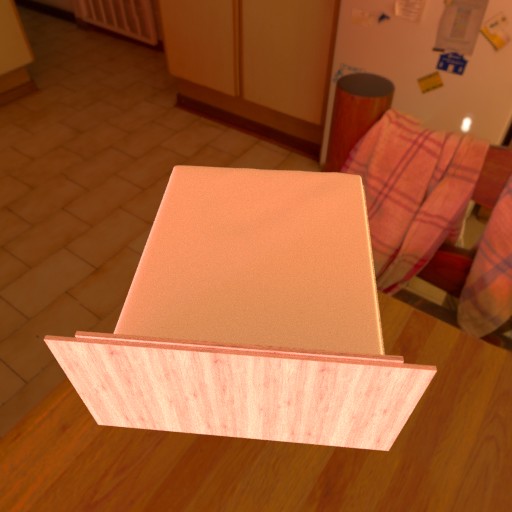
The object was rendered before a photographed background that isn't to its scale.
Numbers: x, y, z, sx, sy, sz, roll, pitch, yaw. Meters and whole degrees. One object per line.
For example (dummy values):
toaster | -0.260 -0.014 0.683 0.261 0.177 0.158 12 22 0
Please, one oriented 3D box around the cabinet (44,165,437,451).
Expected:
cabinet | 0.000 0.000 3.010 1.750 0.970 2.080 4 47 3
